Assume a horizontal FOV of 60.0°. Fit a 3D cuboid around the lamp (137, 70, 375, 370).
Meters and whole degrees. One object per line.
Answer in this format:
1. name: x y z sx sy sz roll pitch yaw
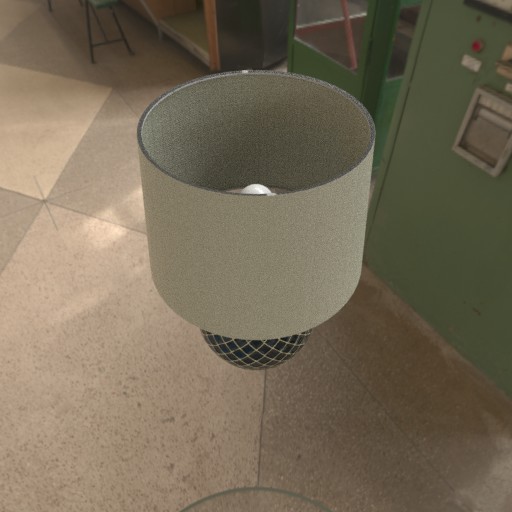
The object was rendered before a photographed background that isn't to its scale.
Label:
1. lamp: 0.000 0.000 0.808 0.376 0.540 0.376 0 47 0
